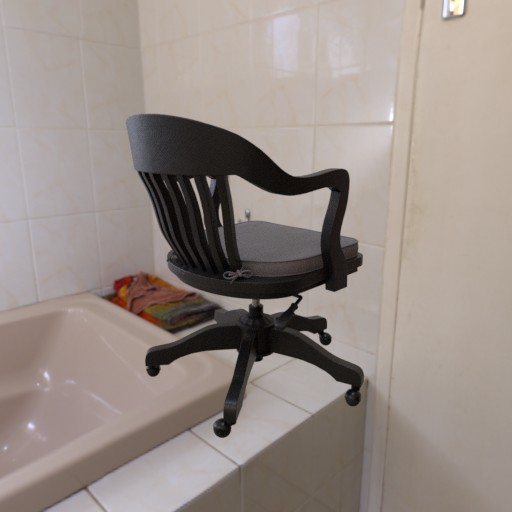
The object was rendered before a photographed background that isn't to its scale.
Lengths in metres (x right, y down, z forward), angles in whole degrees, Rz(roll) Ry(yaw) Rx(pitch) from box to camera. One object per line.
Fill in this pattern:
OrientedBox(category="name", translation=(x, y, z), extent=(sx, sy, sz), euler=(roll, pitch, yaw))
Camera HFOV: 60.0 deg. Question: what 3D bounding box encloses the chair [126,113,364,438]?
OrientedBox(category="chair", translation=(0.000, 0.000, 1.482), extent=(0.788, 0.878, 0.750), euler=(-13, 20, -41))
